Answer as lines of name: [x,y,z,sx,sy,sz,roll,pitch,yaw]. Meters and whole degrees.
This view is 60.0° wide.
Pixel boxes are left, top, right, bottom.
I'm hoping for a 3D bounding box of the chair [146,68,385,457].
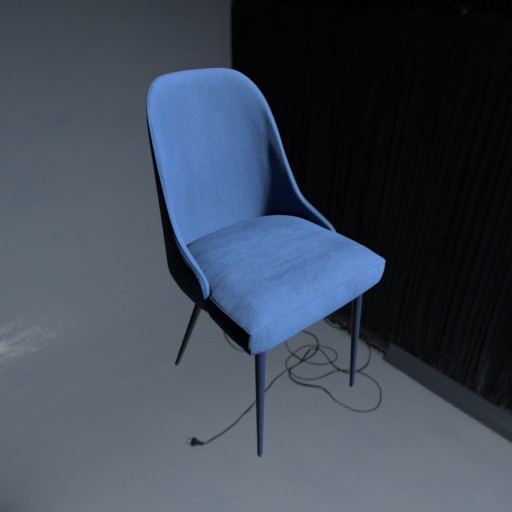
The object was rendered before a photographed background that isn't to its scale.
chair: [0.000,0.000,1.230,0.478,0.896,0.559,-24,39,-33]
